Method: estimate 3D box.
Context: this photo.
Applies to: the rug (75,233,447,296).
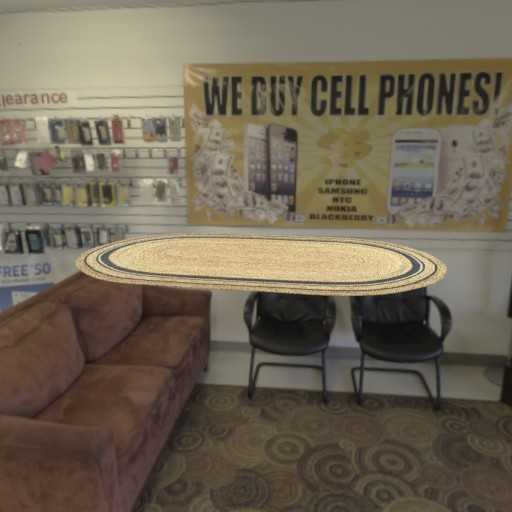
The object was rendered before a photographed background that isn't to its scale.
[{"bbox_3d":[0.000,0.000,3.031,2.432,0.006,1.520,2,14,10],"label":"rug"}]
